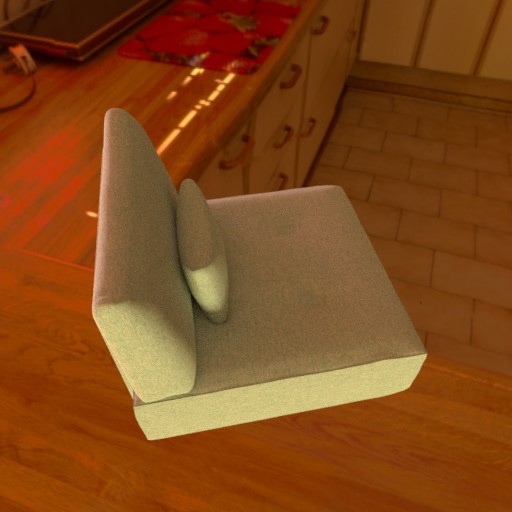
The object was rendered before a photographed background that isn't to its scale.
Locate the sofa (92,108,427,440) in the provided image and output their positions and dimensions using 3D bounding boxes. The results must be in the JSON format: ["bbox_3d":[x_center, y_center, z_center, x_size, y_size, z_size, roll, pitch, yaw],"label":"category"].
[{"bbox_3d":[0.000,0.000,1.656,1.000,0.820,0.930,-8,48,-7],"label":"sofa"}]
